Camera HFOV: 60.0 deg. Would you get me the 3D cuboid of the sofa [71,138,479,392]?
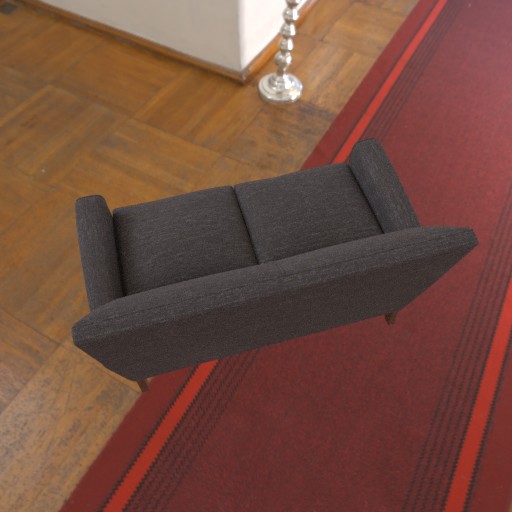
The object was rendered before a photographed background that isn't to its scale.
[{"bbox_3d":[0.000,0.000,2.078,1.509,0.905,0.867,-13,58,-8],"label":"sofa"}]
